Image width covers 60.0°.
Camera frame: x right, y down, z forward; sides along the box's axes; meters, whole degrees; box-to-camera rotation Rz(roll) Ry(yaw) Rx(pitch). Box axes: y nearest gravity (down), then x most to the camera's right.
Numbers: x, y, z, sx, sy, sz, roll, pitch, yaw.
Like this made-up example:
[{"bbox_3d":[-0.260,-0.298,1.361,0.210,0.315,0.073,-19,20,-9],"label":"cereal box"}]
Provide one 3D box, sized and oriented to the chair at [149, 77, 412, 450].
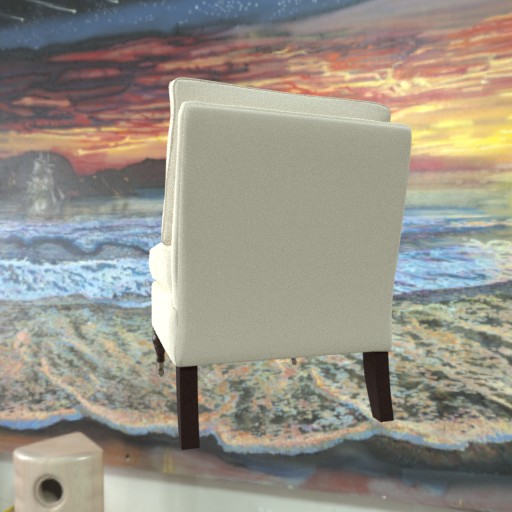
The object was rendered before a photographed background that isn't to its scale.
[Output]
[{"bbox_3d":[0.000,0.000,1.402,0.630,0.887,0.781,0,1,-18],"label":"chair"}]
